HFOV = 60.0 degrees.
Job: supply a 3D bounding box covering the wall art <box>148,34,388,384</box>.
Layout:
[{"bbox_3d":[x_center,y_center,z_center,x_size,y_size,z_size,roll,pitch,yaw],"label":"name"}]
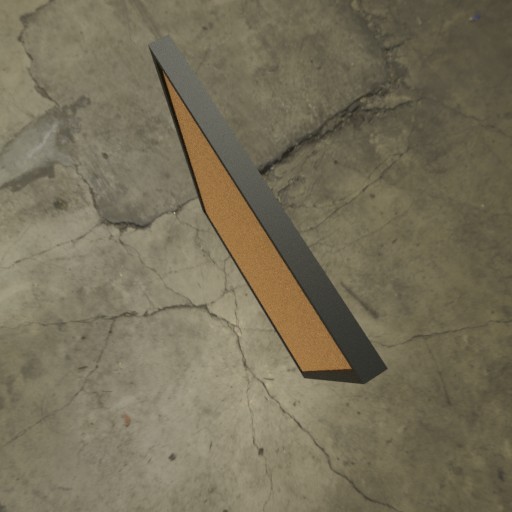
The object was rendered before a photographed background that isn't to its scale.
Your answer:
[{"bbox_3d":[0.000,0.000,0.754,0.029,0.559,0.457,-30,77,-8],"label":"wall art"}]
